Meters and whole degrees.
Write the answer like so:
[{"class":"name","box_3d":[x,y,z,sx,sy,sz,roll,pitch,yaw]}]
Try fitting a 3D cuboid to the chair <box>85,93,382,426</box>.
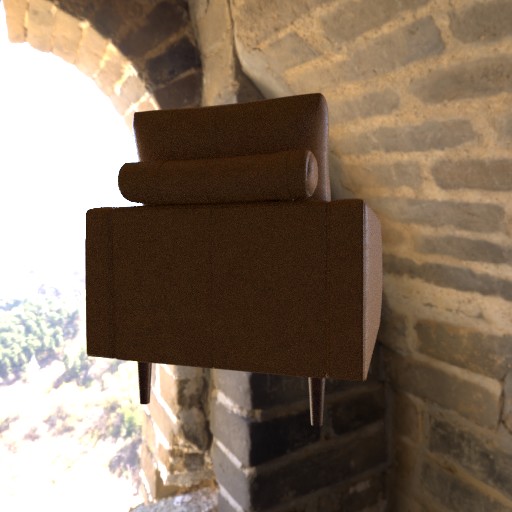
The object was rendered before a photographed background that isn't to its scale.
[{"class":"chair","box_3d":[0.000,0.000,1.541,0.831,0.896,0.868,0,1,18]}]
